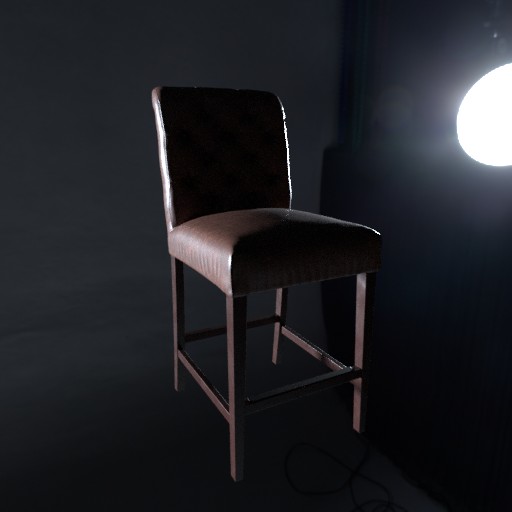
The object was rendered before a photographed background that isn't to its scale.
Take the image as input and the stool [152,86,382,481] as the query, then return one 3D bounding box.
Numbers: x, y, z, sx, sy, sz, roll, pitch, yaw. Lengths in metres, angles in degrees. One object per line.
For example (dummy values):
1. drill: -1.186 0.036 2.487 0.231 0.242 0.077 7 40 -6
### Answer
1. stool: 0.000 0.000 1.453 0.486 1.084 0.660 -8 17 -27
